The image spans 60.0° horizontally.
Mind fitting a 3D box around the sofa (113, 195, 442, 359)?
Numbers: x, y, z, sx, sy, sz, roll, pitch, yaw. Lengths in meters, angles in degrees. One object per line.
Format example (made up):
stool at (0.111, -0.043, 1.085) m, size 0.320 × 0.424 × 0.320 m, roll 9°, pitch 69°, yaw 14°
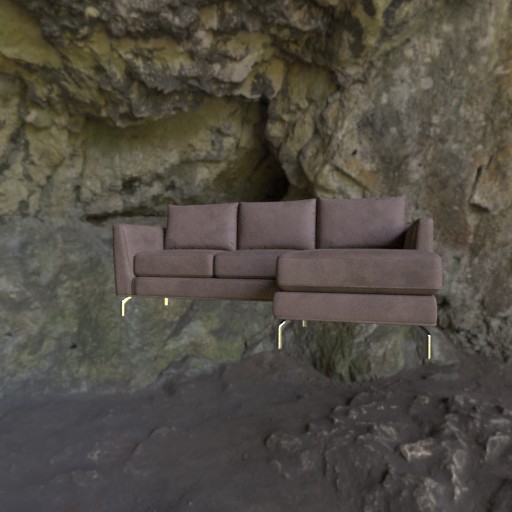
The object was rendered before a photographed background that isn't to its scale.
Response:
sofa at (0.000, 0.000, 3.274) m, size 2.438 × 0.987 × 1.622 m, roll 0°, pitch 1°, yaw 17°
